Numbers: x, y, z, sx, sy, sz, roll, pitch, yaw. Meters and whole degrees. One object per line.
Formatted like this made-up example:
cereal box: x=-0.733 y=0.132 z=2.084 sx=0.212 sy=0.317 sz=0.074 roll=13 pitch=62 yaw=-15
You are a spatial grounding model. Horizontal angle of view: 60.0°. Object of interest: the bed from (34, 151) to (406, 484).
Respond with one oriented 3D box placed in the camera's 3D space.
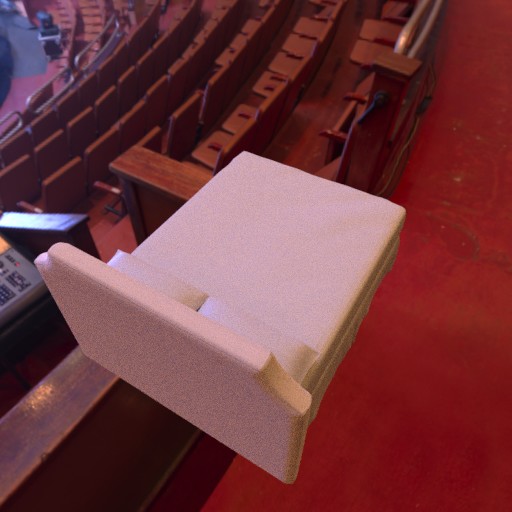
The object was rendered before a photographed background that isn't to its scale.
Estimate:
bed: x=0.000 y=0.000 z=3.252 sx=1.828 sy=1.297 sz=2.164 roll=24 pitch=52 yaw=21
